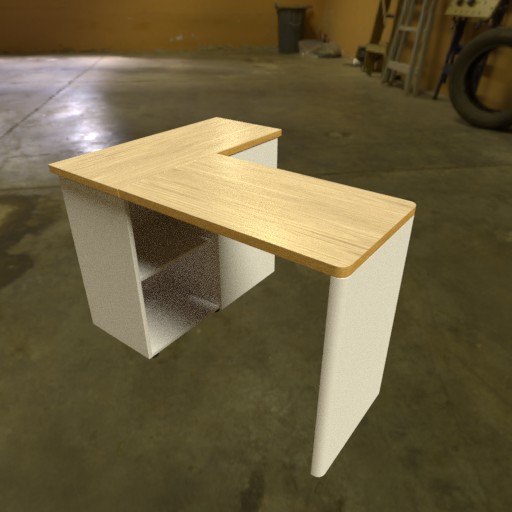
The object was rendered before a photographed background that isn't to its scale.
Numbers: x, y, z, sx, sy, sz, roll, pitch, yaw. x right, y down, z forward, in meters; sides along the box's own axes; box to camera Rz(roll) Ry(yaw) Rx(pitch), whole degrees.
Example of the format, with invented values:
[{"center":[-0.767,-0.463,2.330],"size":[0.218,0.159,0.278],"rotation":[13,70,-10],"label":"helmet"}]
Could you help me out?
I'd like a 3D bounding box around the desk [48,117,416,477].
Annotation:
[{"center":[0.000,0.000,1.769],"size":[1.170,0.760,0.900],"rotation":[21,36,31],"label":"desk"}]
